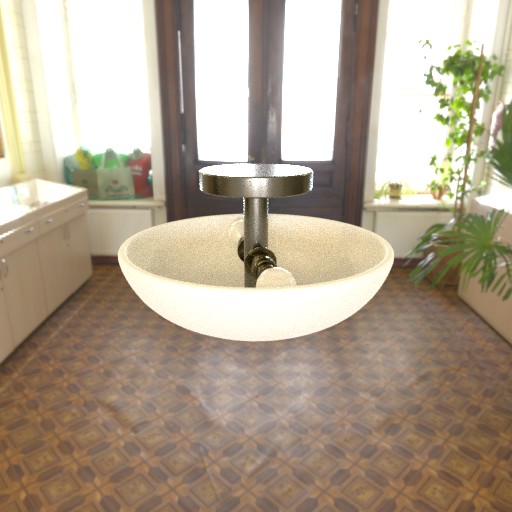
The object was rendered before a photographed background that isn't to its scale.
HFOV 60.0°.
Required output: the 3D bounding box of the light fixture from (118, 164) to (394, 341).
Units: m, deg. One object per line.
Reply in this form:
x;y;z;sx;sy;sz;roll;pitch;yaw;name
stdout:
0.000;0.000;0.557;0.330;0.214;0.330;0;17;0;light fixture
